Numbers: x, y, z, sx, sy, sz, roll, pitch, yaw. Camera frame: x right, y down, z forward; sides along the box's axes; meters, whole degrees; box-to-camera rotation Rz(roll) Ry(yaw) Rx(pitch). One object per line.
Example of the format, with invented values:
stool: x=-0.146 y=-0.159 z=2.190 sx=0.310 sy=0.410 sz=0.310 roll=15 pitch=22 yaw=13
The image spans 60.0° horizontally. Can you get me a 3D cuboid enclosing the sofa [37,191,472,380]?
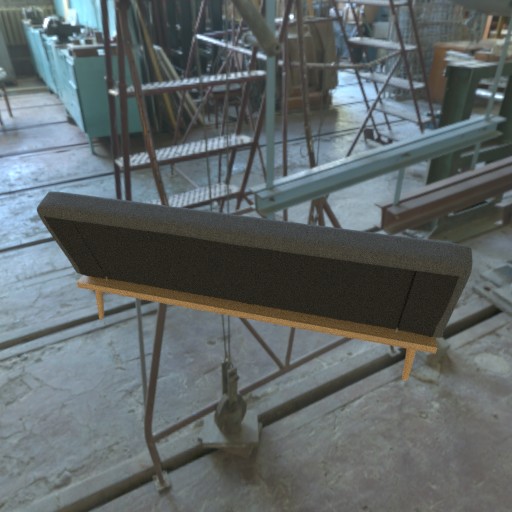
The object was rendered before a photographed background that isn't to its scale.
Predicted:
sofa: x=0.000 y=0.000 z=2.246 sx=1.820 sy=0.770 sz=0.820 roll=9 pitch=34 yaw=13
